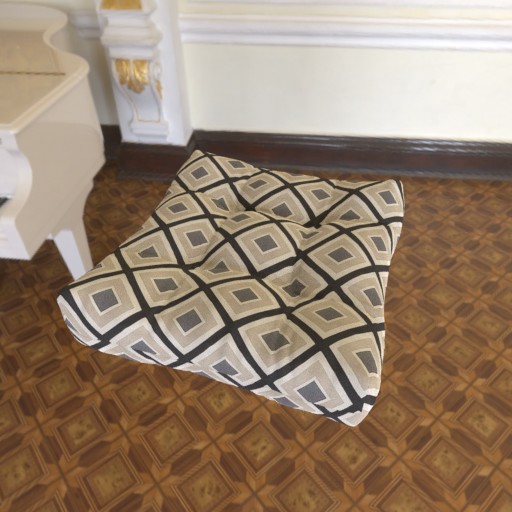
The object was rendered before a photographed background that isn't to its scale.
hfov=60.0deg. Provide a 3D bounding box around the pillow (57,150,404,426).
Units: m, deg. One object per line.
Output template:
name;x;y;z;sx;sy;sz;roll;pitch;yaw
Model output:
pillow;0.000;0.000;0.770;0.468;0.128;0.490;12;42;14
